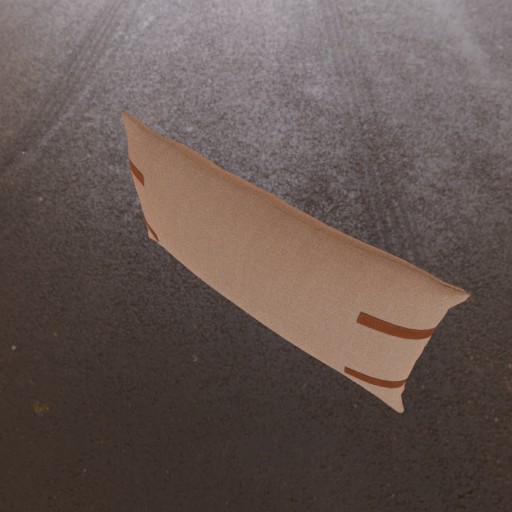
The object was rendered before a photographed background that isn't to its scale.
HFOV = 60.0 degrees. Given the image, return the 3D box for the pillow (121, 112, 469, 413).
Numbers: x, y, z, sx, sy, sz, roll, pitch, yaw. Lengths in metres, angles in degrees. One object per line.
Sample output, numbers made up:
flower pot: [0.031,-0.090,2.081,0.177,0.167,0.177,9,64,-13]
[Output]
pillow: [0.000,0.000,0.724,0.612,0.308,0.148,32,56,26]
